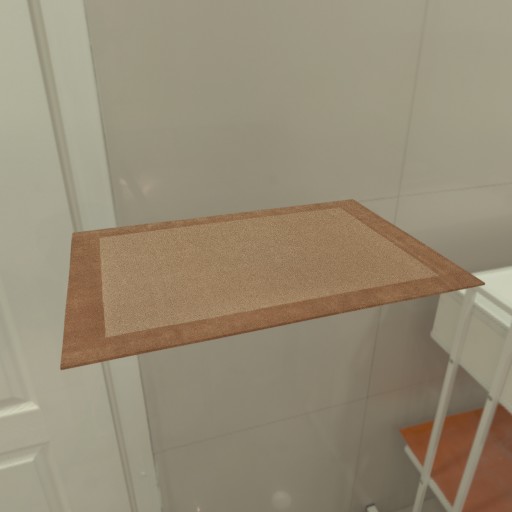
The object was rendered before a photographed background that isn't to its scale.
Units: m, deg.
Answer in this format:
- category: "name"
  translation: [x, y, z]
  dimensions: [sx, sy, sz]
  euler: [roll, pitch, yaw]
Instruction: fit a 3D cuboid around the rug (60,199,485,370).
- category: "rug"
  translation: [0.000, 0.000, 2.300]
  dimensions: [1.829, 0.014, 1.219]
  euler: [-9, 28, -16]
